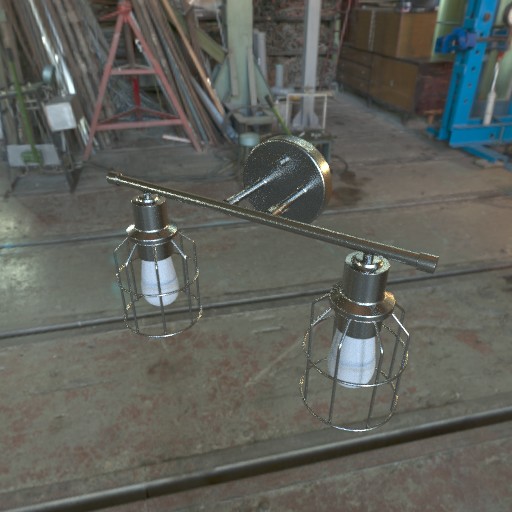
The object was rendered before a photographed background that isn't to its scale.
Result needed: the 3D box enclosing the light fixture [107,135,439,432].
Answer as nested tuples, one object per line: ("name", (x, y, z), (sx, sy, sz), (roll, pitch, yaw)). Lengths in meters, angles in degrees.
("light fixture", (0.000, 0.000, 0.537), (0.406, 0.254, 0.165), (18, 35, 27))
